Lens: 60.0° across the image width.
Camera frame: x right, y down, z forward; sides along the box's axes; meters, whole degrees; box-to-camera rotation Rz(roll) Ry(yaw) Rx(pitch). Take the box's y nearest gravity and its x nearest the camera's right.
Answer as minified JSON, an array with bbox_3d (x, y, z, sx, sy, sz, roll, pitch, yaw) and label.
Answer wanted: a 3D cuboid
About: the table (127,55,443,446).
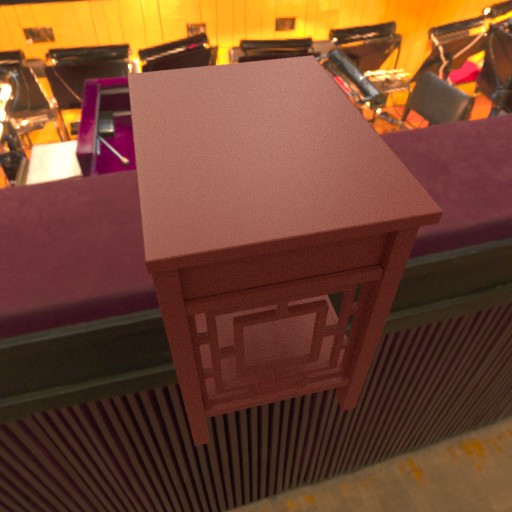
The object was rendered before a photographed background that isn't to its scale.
[{"bbox_3d":[0.000,0.000,1.077,0.451,0.686,0.599,-10,47,-9],"label":"table"}]
